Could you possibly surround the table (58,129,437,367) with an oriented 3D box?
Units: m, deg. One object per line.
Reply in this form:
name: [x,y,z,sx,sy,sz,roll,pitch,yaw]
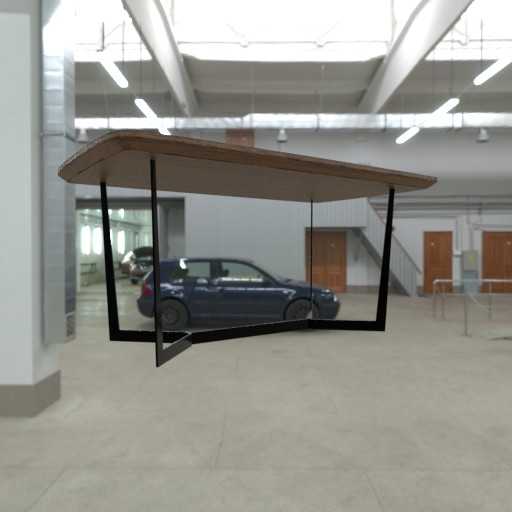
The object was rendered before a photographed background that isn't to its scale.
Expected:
table: [0.000,0.000,2.116,1.643,0.765,0.949,-1,1,-35]
